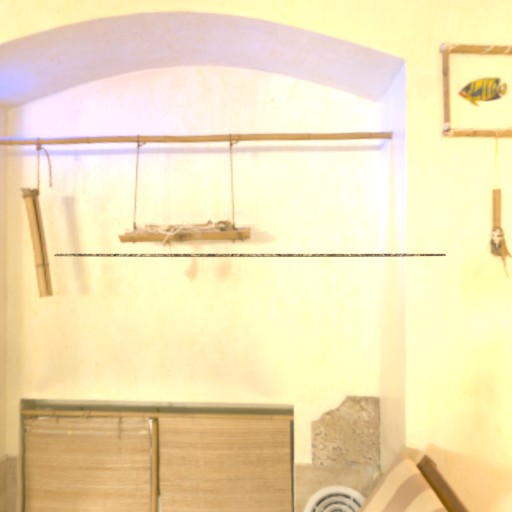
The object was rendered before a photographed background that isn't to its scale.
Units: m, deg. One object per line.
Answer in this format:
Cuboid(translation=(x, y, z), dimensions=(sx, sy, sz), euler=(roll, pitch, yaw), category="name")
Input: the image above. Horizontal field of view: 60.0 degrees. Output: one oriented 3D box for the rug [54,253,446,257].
Cuboid(translation=(0.000, 0.000, 4.332), dimensions=(2.448, 0.017, 3.204), euler=(0, 0, 2), category="rug")
